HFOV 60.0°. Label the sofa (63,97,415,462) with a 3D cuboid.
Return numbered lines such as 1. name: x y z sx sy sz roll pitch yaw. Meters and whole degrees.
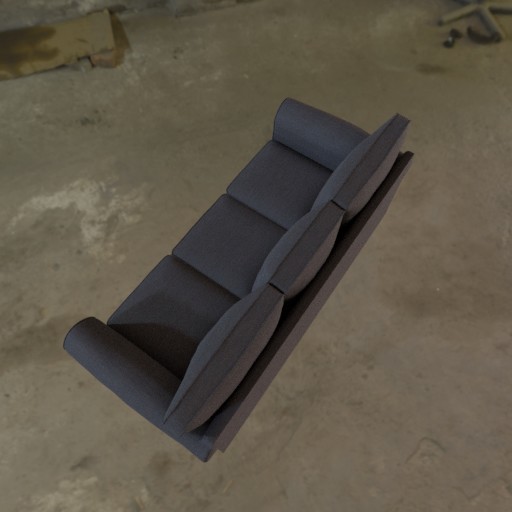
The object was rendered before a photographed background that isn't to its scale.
1. sofa: 0.000 0.000 2.581 0.909 0.966 2.084 32 67 15
